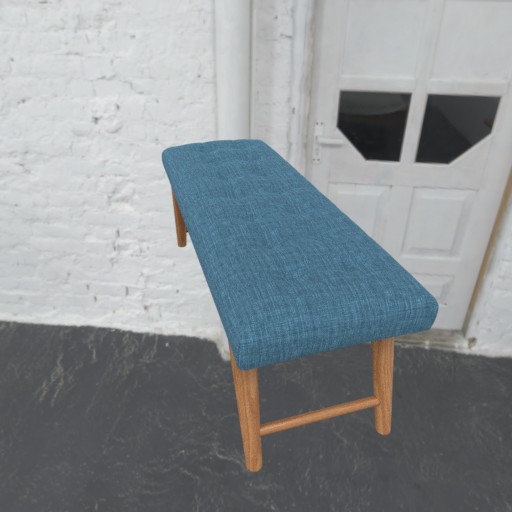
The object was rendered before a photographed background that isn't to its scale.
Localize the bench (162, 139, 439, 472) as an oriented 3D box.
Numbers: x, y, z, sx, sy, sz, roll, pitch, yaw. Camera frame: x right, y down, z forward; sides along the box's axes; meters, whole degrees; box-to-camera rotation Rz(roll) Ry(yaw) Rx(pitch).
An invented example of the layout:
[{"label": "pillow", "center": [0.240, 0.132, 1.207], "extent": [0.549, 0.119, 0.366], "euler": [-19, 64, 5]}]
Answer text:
[{"label": "bench", "center": [0.000, 0.000, 1.341], "extent": [0.406, 0.432, 1.118], "euler": [-9, 32, -14]}]
